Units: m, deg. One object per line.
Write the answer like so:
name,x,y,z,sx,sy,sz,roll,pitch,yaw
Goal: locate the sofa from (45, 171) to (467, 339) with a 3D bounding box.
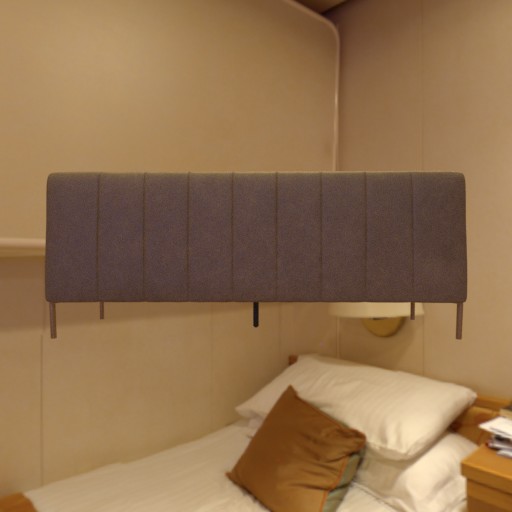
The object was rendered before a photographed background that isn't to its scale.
sofa,0.000,0.000,2.425,1.980,0.779,0.876,0,-1,1
